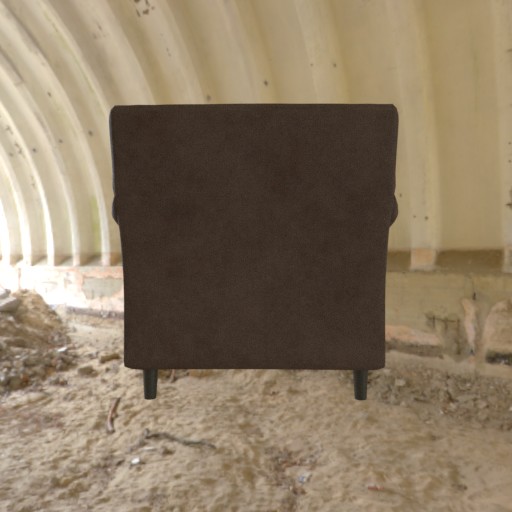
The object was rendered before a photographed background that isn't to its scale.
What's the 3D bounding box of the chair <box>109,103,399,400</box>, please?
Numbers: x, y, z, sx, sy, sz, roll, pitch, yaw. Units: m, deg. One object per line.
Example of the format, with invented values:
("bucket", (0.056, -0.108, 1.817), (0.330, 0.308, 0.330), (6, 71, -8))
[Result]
("chair", (0.000, 0.000, 1.845), (0.955, 0.997, 1.070), (0, -1, 1))
